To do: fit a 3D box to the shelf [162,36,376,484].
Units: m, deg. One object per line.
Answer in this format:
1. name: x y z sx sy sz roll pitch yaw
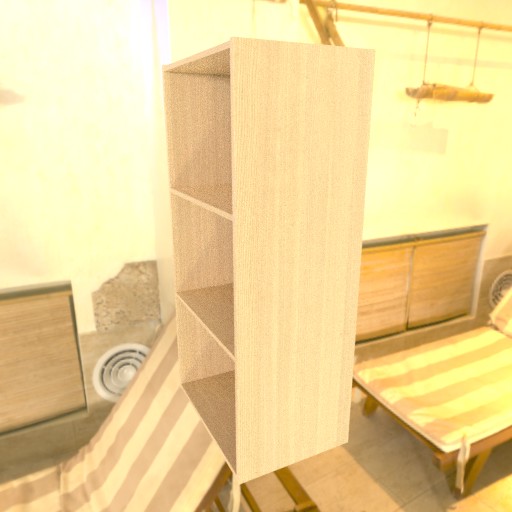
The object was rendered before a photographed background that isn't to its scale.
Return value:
1. shelf: 0.000 0.000 1.067 0.292 0.876 0.417 -8 19 -26
